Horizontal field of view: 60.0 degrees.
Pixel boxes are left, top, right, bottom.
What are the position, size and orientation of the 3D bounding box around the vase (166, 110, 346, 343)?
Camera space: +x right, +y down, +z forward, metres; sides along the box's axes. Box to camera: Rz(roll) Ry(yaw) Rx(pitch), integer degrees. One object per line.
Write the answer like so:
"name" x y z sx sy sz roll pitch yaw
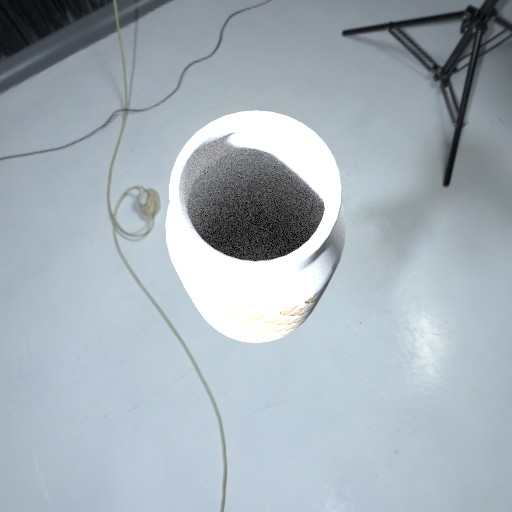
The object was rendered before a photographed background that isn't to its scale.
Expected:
"vase" 0.000 0.000 0.378 0.137 0.307 0.137 0 77 0
